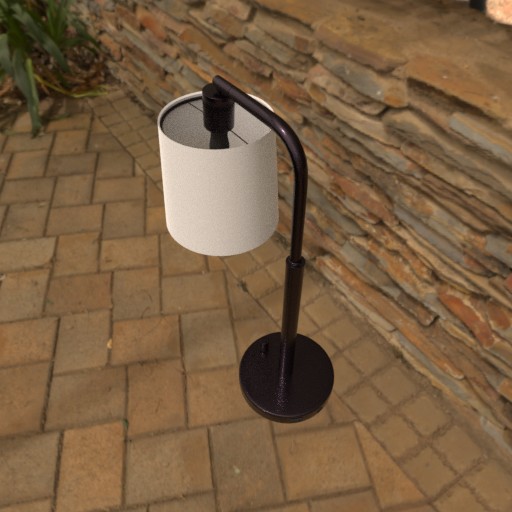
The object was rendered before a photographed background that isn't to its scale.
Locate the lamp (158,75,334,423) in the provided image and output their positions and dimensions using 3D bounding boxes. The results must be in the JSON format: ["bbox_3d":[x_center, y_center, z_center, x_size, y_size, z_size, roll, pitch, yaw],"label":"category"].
[{"bbox_3d":[0.000,0.000,0.653,0.171,0.489,0.333,-30,53,-26],"label":"lamp"}]
